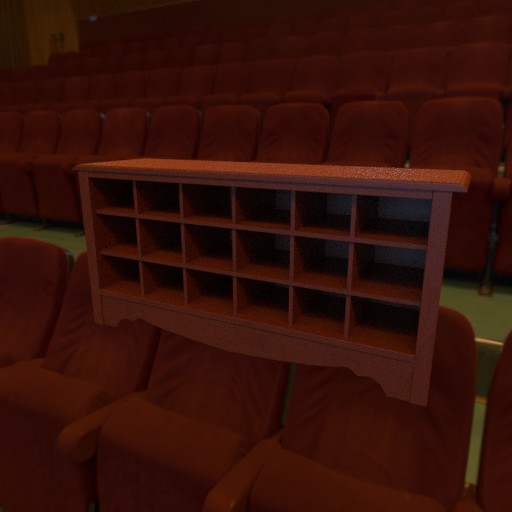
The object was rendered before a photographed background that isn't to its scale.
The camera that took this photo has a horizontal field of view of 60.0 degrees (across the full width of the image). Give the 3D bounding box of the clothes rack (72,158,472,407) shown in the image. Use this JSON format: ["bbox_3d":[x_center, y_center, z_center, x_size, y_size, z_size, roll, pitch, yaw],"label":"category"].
[{"bbox_3d":[0.000,0.000,1.508,1.251,0.594,0.362,8,18,25],"label":"clothes rack"}]
